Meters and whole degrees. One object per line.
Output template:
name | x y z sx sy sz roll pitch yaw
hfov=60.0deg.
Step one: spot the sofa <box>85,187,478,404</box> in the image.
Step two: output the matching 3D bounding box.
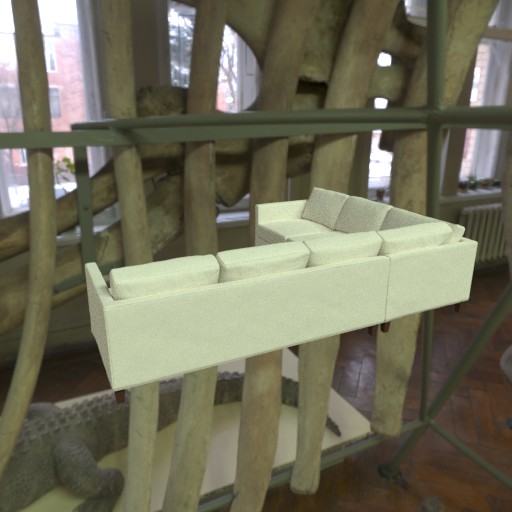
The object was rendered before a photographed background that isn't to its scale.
sofa | 0.000 0.000 4.314 3.182 0.863 2.432 -9 19 -25
